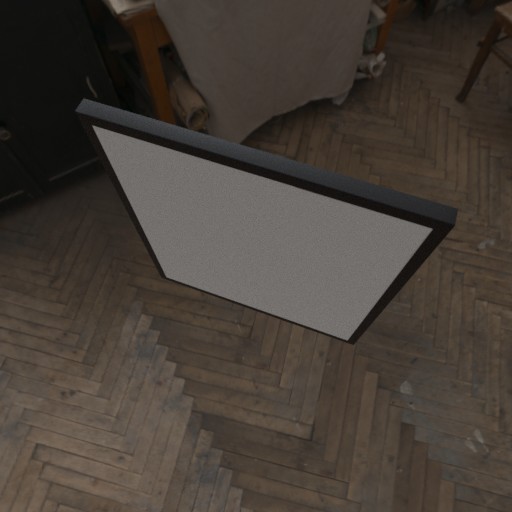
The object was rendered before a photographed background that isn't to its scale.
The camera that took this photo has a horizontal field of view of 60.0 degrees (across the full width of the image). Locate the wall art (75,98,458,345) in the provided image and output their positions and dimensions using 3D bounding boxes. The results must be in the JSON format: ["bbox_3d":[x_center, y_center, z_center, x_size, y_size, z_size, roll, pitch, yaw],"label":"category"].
[{"bbox_3d":[0.000,0.000,0.707,0.430,0.509,0.021,18,67,8],"label":"wall art"}]
